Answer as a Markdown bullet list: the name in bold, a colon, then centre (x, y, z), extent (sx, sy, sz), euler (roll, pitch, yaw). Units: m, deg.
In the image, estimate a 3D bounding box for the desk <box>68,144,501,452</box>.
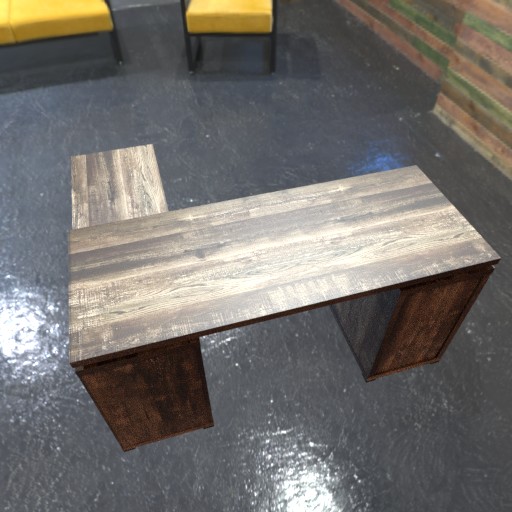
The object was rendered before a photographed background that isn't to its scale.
- **desk**: centre (0.000, 0.000, 2.148), extent (1.524, 0.753, 1.200), euler (-12, 48, -11)
